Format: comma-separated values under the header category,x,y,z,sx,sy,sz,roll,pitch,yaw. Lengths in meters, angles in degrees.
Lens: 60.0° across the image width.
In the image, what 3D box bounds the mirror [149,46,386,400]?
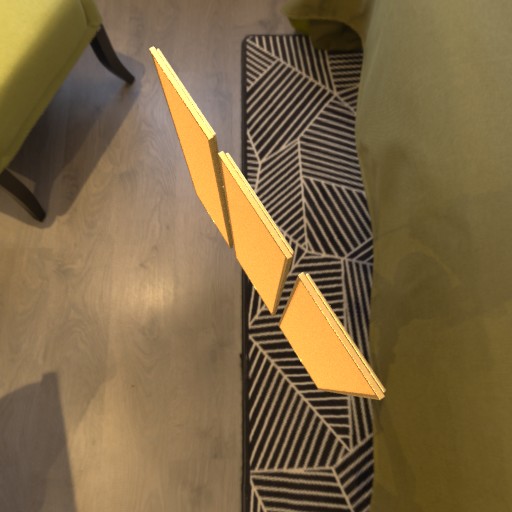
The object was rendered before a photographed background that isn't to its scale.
category,x,y,z,sx,sy,sz,roll,pitch,yaw
mirror,0.000,0.000,1.473,0.023,0.926,1.011,-31,77,-8
